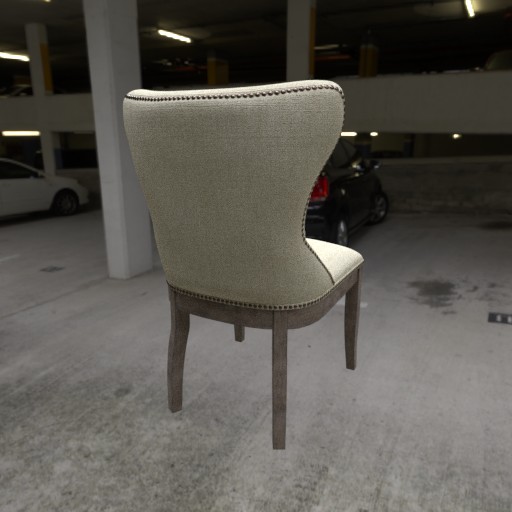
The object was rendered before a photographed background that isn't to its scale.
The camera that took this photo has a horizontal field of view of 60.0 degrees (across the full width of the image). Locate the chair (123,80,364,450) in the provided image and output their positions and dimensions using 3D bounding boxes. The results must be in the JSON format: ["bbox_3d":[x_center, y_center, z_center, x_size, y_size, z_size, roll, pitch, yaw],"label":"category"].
[{"bbox_3d":[0.000,0.000,1.436,0.654,1.002,0.681,8,18,27],"label":"chair"}]
